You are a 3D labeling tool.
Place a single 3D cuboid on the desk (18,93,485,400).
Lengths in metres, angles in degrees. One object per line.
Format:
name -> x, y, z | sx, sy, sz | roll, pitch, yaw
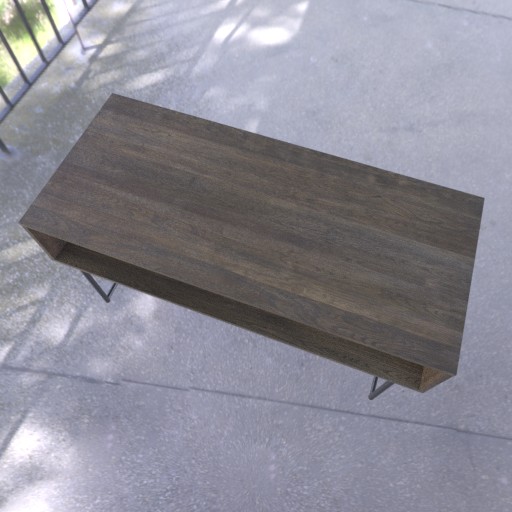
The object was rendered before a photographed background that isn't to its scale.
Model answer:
desk -> 0.000, 0.000, 2.009 | 1.600, 0.780, 0.730 | 18, 64, 9
